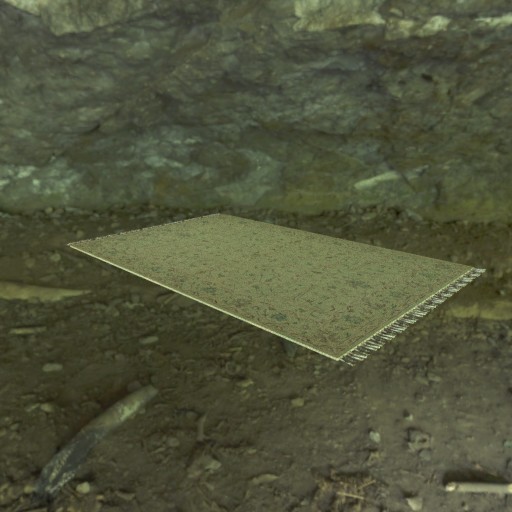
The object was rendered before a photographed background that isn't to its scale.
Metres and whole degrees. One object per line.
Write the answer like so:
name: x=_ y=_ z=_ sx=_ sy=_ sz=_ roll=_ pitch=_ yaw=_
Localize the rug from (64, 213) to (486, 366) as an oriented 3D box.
rug: x=0.000 y=0.000 z=2.975 sx=2.435 sy=0.010 sz=1.544 roll=16 pitch=23 yaw=41
